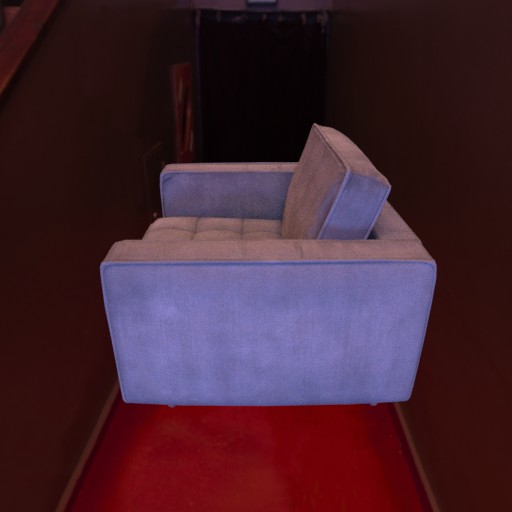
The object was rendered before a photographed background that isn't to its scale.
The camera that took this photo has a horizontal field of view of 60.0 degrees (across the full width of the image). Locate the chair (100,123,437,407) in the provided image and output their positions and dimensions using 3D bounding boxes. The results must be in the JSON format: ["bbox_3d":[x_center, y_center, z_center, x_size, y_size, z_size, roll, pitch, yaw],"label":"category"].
[{"bbox_3d":[0.000,0.000,1.492,0.843,0.773,0.928,0,26,-1],"label":"chair"}]
